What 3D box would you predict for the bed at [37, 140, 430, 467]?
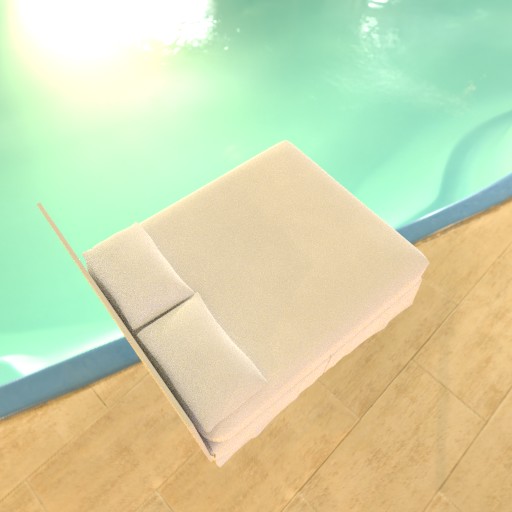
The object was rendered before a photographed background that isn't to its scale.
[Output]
[{"bbox_3d":[0.000,0.000,3.206,2.094,1.335,1.745,-34,64,-19],"label":"bed"}]
